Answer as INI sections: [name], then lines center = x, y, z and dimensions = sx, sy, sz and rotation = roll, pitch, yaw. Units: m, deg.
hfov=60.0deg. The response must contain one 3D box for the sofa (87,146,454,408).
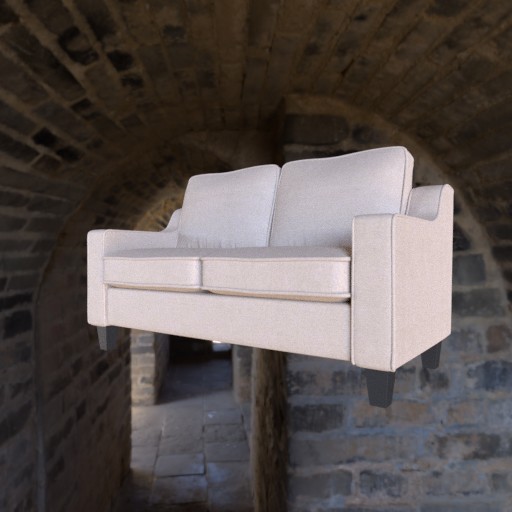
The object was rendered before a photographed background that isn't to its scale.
[sofa]
center = 0.000, 0.000, 3.423
dimensions = 2.587, 1.562, 1.351
rotation = 0, 0, 36
